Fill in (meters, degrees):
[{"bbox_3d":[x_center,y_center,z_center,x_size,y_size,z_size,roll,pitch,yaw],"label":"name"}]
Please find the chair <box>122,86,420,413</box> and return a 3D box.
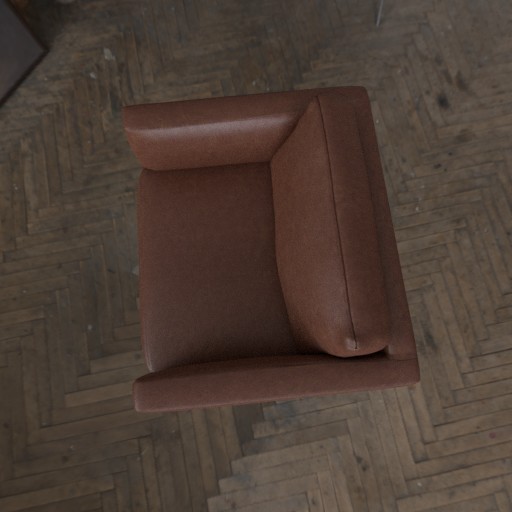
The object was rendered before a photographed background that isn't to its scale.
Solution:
[{"bbox_3d":[0.000,0.000,1.791,0.959,0.917,1.107,-5,75,-1],"label":"chair"}]
